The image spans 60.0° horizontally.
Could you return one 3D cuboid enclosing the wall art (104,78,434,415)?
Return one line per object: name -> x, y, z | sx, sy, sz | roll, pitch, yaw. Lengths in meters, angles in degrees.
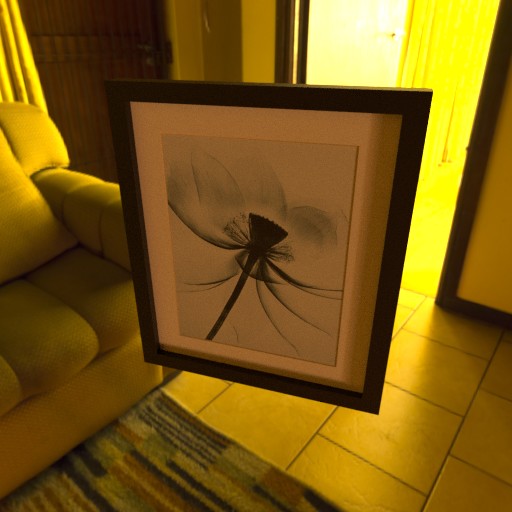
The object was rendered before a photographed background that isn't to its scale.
wall art -> 0.000, 0.000, 0.524 | 0.330, 0.381, 0.029 | 8, 28, 16
